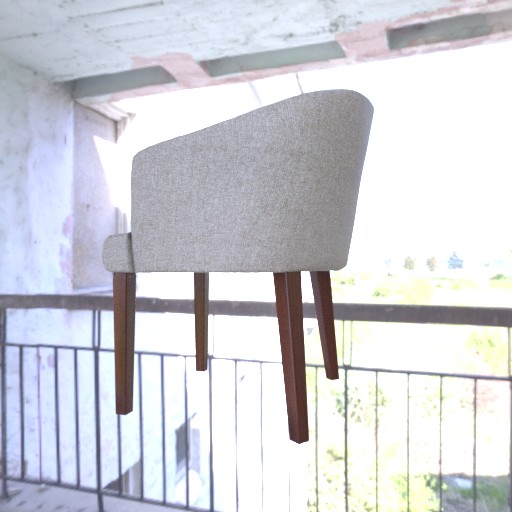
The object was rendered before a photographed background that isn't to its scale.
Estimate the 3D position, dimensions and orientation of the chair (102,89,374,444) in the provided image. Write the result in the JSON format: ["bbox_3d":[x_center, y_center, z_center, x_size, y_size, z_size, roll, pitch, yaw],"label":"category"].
[{"bbox_3d":[0.000,0.000,1.267,0.655,0.811,0.583,0,0,18],"label":"chair"}]
